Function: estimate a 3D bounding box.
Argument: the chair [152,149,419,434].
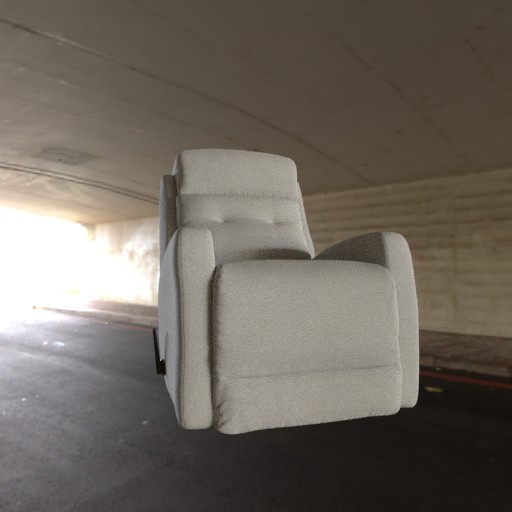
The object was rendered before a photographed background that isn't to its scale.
[{"bbox_3d":[0.000,0.000,1.697,0.798,1.013,1.043,0,-2,-17],"label":"chair"}]
